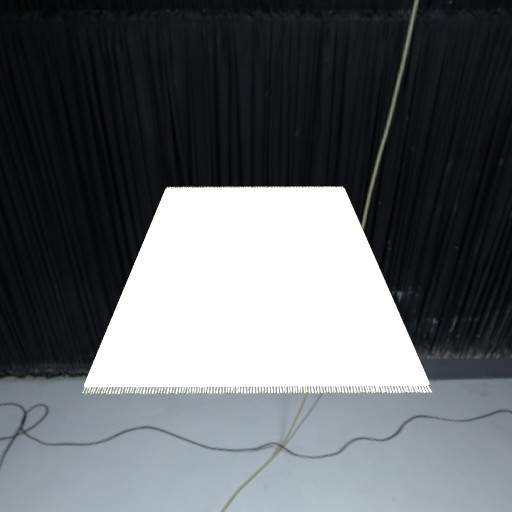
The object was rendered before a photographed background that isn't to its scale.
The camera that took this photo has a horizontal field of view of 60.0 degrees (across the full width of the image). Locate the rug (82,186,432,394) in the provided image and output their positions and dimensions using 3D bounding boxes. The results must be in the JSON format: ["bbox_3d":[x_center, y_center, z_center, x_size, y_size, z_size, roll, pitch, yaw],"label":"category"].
[{"bbox_3d":[0.000,0.000,2.853,1.514,0.011,2.233,0,32,0],"label":"rug"}]
